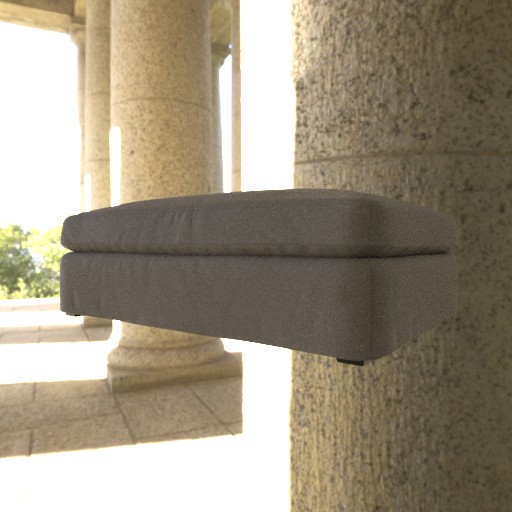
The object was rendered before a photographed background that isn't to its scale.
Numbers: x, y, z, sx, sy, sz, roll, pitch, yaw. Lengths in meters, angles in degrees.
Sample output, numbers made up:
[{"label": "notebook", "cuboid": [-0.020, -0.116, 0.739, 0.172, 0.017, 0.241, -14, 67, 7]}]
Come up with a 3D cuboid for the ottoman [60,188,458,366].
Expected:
[{"label": "ottoman", "cuboid": [0.000, 0.000, 1.574, 1.199, 0.429, 0.840, 1, 2, 36]}]
